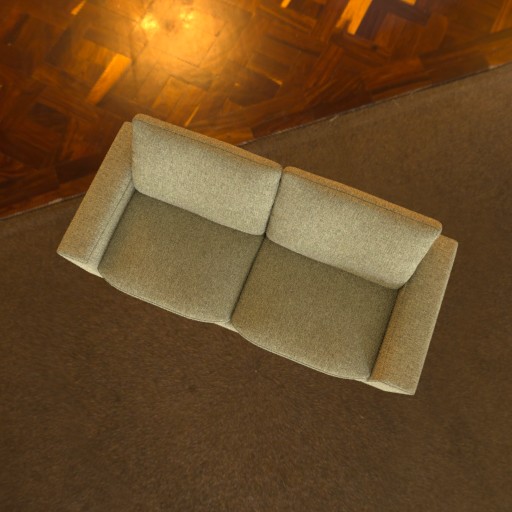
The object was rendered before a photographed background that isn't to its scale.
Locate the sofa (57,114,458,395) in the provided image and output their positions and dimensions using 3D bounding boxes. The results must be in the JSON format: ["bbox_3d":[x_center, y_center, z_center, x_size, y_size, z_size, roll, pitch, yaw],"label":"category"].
[{"bbox_3d":[0.000,0.000,2.824,2.299,0.922,1.040,21,76,5],"label":"sofa"}]
